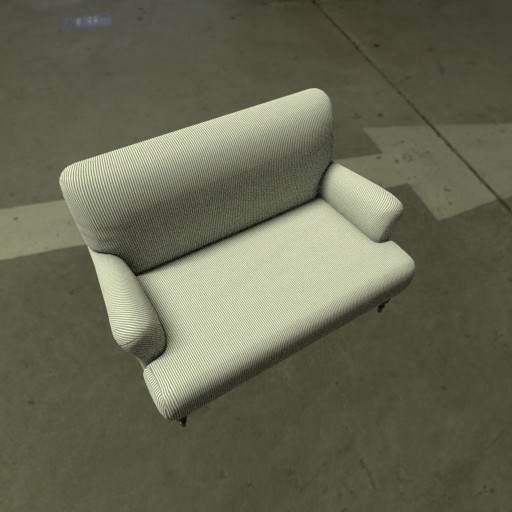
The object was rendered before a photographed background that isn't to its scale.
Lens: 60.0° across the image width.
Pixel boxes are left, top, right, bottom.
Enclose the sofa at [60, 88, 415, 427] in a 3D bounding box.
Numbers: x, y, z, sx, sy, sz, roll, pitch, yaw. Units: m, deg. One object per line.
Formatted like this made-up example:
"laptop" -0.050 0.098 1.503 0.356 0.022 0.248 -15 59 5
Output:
"sofa" 0.000 0.000 1.873 1.297 0.889 0.779 -25 52 -21
